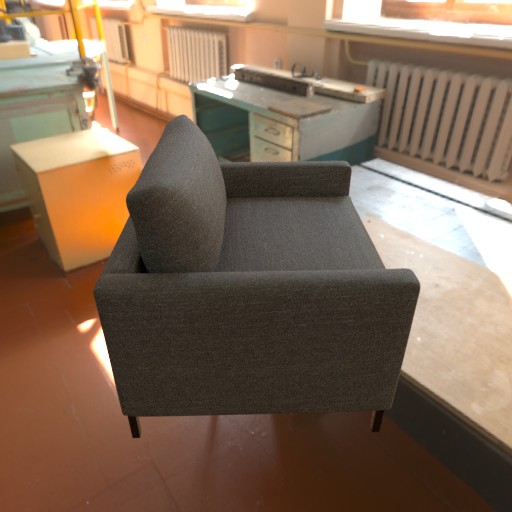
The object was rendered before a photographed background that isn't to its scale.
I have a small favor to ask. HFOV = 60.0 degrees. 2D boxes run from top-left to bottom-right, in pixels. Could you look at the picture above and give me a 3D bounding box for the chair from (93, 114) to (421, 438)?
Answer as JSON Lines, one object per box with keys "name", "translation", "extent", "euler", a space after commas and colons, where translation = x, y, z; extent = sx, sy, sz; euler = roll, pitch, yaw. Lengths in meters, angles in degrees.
{"name": "chair", "translation": [0.000, 0.000, 1.582], "extent": [0.845, 0.841, 0.940], "euler": [-1, 32, -1]}
